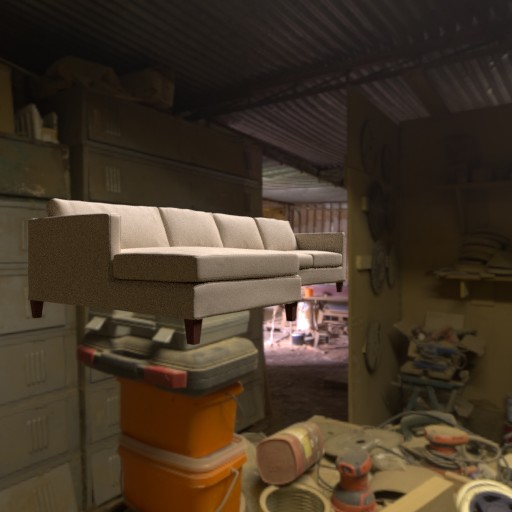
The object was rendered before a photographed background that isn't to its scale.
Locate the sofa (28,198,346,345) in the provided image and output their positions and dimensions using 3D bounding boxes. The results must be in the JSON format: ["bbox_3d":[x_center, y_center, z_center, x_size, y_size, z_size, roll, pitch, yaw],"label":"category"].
[{"bbox_3d":[0.000,0.000,3.870,1.625,0.846,3.186,0,0,36],"label":"sofa"}]
